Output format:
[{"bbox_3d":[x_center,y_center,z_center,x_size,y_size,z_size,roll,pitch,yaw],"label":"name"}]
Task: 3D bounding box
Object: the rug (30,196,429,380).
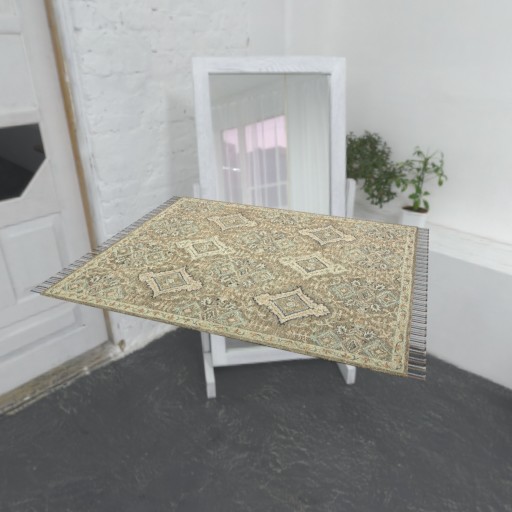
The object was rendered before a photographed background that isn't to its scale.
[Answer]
[{"bbox_3d":[0.000,0.000,4.169,3.056,0.010,2.437,9,29,17],"label":"rug"}]
